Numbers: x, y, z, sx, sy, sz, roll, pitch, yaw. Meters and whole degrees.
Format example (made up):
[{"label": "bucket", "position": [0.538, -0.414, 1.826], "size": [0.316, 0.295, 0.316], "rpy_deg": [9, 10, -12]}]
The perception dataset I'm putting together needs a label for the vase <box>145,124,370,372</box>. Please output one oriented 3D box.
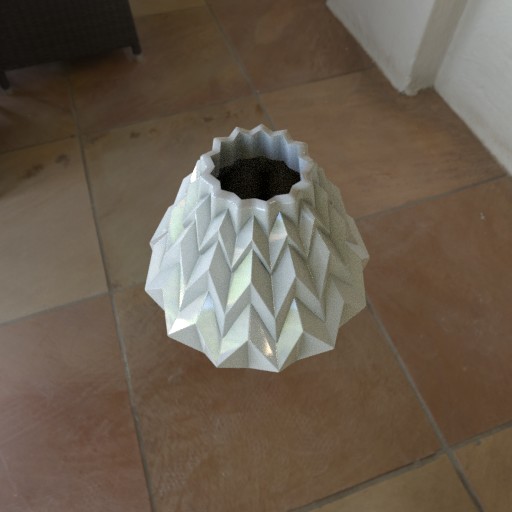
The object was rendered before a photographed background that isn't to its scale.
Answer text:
[{"label": "vase", "position": [0.000, 0.000, 0.316], "size": [0.164, 0.185, 0.164], "rpy_deg": [0, 58, 0]}]
